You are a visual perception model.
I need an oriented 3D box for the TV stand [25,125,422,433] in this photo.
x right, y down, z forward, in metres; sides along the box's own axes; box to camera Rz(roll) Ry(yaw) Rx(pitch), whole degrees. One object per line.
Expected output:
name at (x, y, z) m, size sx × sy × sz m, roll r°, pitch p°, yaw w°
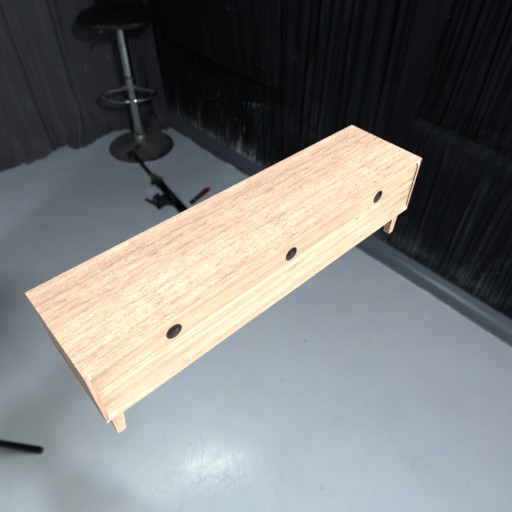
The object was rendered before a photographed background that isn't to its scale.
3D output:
TV stand at (0.000, 0.000, 1.689) m, size 1.482 × 0.409 × 0.366 m, roll -32°, pitch 53°, yaw -28°
